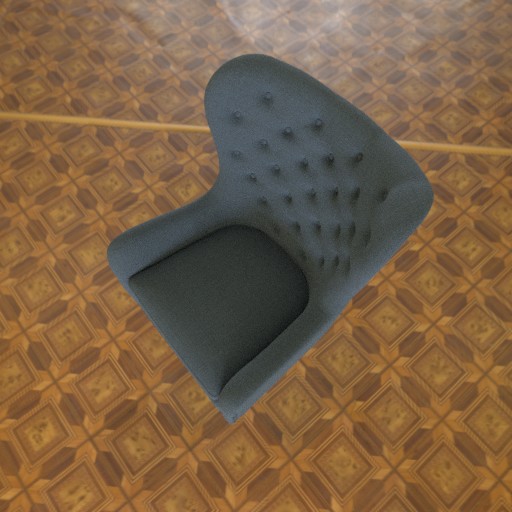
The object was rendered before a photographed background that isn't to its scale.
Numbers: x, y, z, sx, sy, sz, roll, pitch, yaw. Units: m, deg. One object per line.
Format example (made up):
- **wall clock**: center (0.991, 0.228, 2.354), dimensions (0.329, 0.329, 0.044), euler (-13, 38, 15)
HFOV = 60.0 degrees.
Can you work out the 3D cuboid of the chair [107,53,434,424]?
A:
- **chair**: center (0.000, 0.000, 1.733), dimensions (0.930, 1.079, 0.831), euler (-37, 70, -16)
